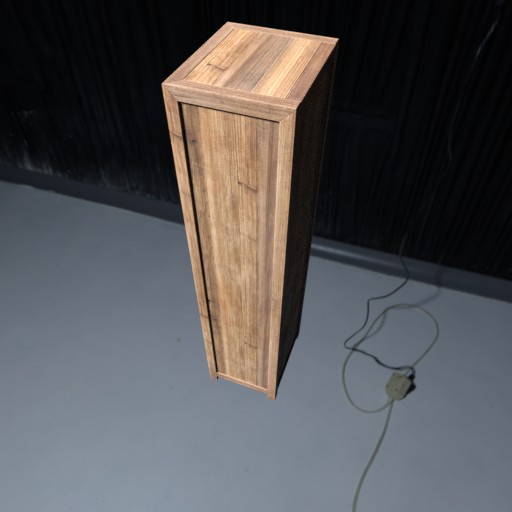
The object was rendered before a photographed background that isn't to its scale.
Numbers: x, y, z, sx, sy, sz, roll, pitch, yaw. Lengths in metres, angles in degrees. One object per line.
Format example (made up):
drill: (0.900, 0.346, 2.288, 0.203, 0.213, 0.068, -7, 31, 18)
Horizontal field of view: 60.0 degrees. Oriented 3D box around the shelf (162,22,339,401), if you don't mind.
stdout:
shelf: (0.000, 0.000, 2.135, 0.428, 1.900, 0.500, 16, 50, 14)
